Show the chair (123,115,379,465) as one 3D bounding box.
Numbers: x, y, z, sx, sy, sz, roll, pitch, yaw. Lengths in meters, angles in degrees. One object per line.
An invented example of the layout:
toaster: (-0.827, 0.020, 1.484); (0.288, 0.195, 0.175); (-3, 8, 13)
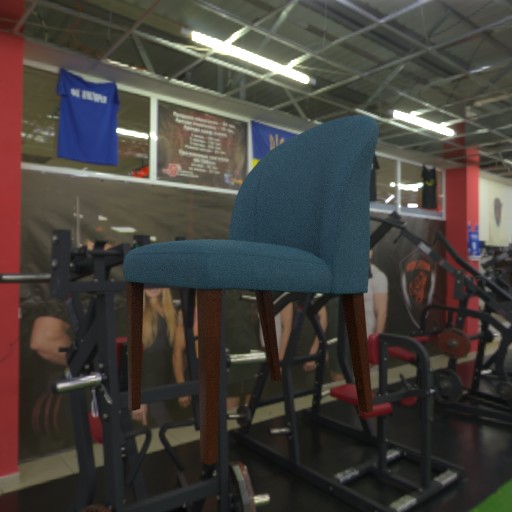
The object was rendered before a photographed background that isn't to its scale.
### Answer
chair: (0.000, 0.000, 1.264); (0.620, 0.879, 0.507); (0, -1, -37)
